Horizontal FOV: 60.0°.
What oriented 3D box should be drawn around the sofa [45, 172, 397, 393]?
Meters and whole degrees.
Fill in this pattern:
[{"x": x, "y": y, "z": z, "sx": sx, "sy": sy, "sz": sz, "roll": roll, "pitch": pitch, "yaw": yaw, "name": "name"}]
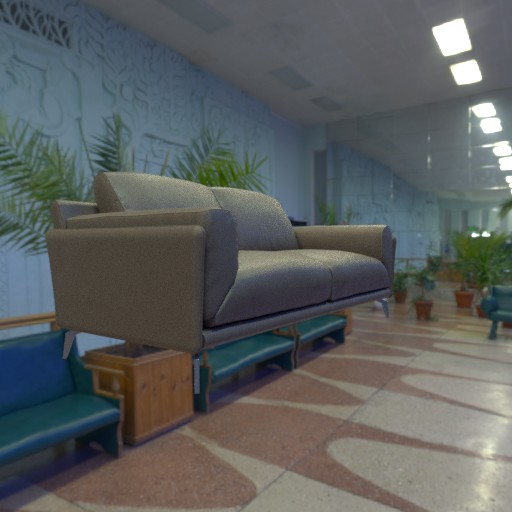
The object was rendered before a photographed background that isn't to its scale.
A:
[{"x": 0.000, "y": 0.000, "z": 2.670, "sx": 1.049, "sy": 0.930, "sz": 2.101, "roll": 1, "pitch": 2, "yaw": 36, "name": "sofa"}]
